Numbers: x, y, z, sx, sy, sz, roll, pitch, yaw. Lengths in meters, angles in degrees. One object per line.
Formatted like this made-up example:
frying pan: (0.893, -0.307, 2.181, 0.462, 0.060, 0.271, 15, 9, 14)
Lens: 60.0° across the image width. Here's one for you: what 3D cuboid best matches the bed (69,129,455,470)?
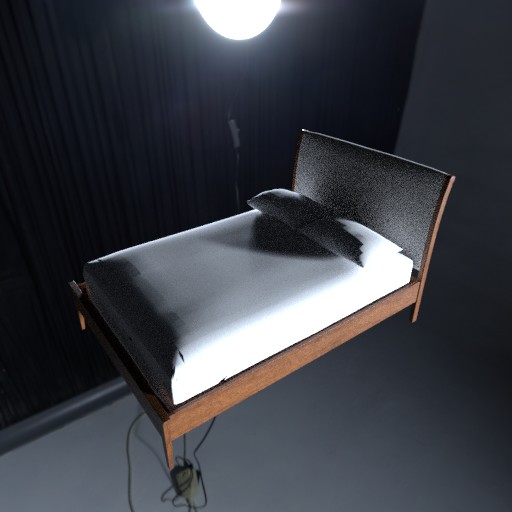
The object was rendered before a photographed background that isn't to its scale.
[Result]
bed: (0.000, 0.000, 3.345, 2.380, 1.250, 1.612, -20, 36, -31)
